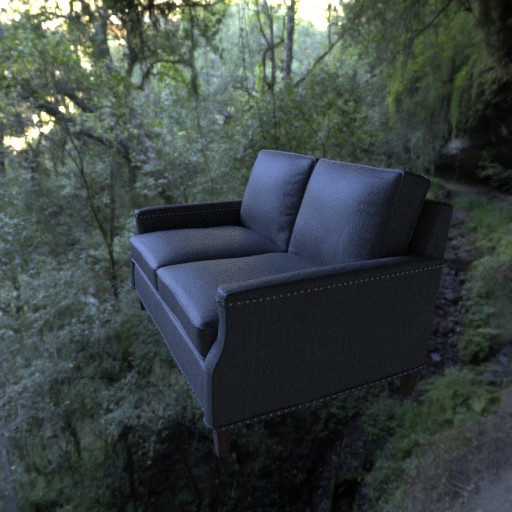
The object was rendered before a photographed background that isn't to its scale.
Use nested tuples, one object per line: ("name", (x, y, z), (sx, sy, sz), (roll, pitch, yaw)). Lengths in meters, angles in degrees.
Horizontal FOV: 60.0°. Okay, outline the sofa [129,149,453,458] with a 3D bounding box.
("sofa", (0.000, 0.000, 2.313), (1.084, 1.003, 1.597), (-8, 19, -24))
